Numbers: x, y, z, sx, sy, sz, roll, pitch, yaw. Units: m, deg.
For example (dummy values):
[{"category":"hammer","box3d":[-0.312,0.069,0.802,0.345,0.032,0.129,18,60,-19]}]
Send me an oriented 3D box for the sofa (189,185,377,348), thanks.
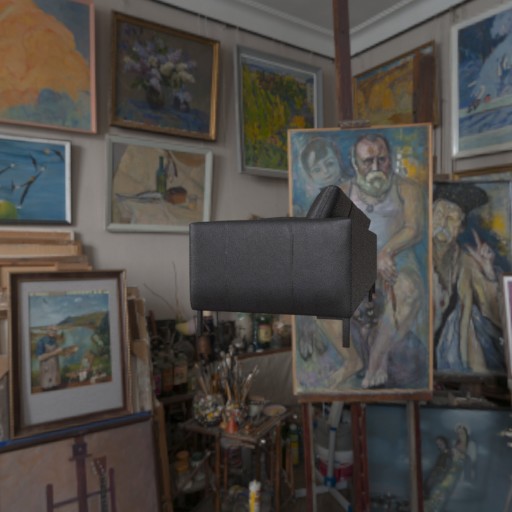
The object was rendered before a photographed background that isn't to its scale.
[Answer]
[{"category":"sofa","box3d":[0.000,0.000,3.887,1.938,0.877,2.984,0,1,18]}]
